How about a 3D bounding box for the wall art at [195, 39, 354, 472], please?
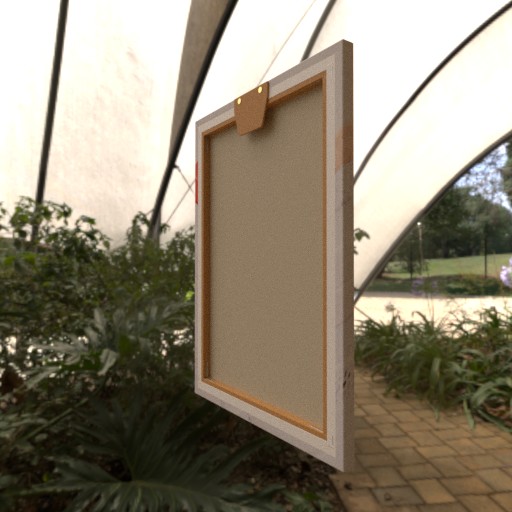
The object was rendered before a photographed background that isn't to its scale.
[{"bbox_3d":[0.000,0.000,1.354,0.045,1.014,0.759,0,-1,-35],"label":"wall art"}]
